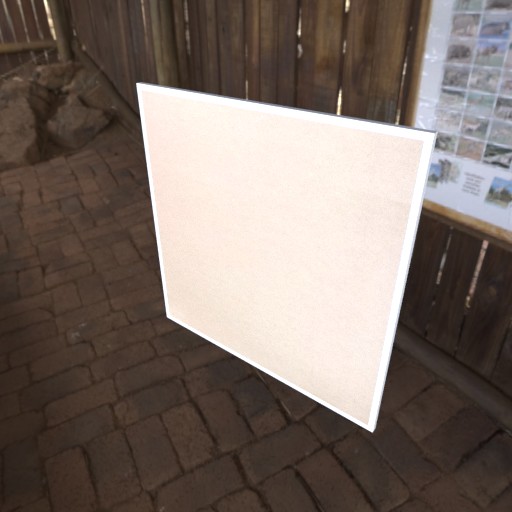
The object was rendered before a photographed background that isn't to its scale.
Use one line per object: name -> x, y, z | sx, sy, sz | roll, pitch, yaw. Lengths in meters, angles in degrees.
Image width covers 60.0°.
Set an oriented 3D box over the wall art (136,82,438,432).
wall art -> 0.000, 0.000, 0.832 | 0.557, 0.557, 0.012 | 22, 37, 32
